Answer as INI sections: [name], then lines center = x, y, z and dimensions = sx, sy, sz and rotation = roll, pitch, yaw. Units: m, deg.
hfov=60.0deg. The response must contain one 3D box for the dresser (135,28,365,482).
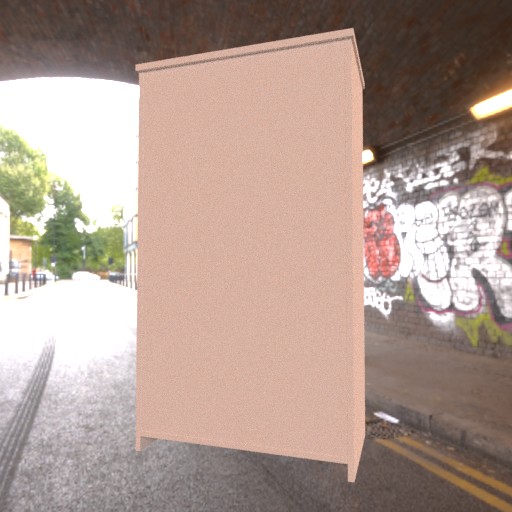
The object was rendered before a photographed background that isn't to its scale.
[dresser]
center = 0.000, 0.000, 1.516
dimensions = 0.704, 1.255, 0.399
rotation = -1, -2, 18
